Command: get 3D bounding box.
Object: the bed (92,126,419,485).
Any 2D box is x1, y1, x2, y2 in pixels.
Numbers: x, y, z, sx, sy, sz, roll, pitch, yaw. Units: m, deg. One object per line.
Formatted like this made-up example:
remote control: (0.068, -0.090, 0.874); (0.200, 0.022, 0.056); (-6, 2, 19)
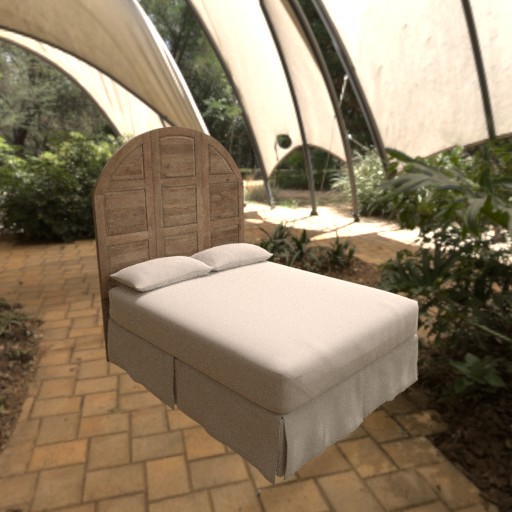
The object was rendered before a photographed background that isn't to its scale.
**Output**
bed: (0.000, 0.000, 3.479); (1.713, 2.002, 2.112); (-14, 20, -43)
